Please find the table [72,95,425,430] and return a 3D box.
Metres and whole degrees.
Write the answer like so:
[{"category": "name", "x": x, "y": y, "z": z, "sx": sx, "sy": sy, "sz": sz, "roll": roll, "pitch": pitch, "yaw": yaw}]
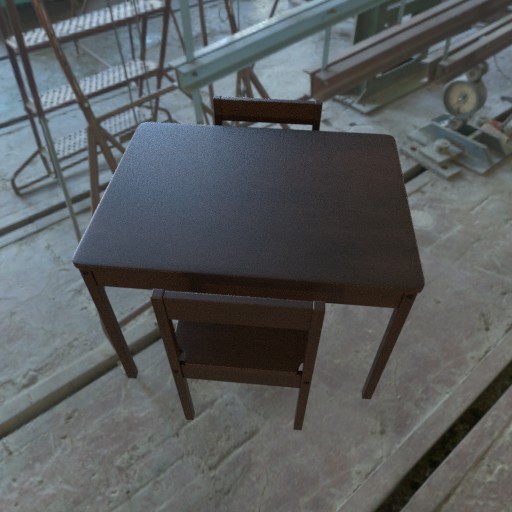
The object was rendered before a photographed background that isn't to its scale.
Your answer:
[{"category": "table", "x": 0.000, "y": 0.000, "z": 1.124, "sx": 0.650, "sy": 0.503, "sz": 0.672, "roll": 4, "pitch": 48, "yaw": 4}]
